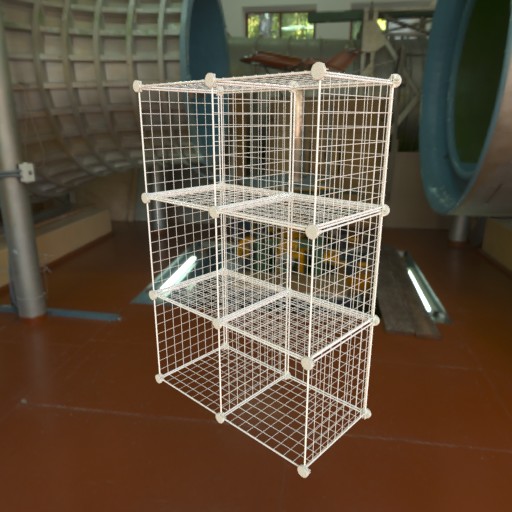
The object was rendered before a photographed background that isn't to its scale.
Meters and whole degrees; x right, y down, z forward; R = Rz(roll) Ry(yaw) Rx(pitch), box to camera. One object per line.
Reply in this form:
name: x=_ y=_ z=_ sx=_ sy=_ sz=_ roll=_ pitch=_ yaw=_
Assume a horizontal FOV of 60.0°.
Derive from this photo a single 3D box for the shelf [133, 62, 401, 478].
shelf: x=0.000 y=0.000 z=1.423 sx=0.711 sy=1.067 sz=0.356 roll=15 pitch=23 yaw=40
